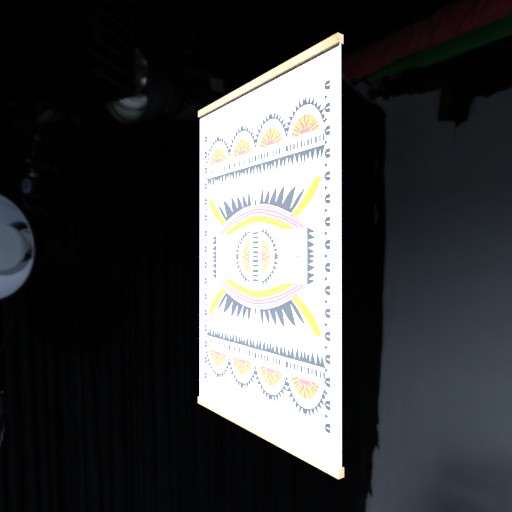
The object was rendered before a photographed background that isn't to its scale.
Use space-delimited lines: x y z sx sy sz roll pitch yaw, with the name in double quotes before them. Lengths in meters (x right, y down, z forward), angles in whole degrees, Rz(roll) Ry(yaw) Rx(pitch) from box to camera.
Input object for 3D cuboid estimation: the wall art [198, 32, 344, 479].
"wall art" 0.000 0.000 1.933 0.028 1.533 0.999 0 -1 -36
